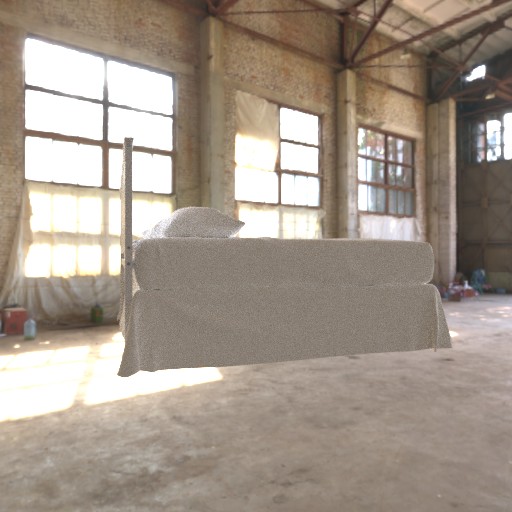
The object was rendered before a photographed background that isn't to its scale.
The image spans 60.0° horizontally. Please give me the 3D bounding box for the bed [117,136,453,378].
[{"bbox_3d":[0.000,0.000,3.675,2.215,1.273,2.317,0,0,-18],"label":"bed"}]
